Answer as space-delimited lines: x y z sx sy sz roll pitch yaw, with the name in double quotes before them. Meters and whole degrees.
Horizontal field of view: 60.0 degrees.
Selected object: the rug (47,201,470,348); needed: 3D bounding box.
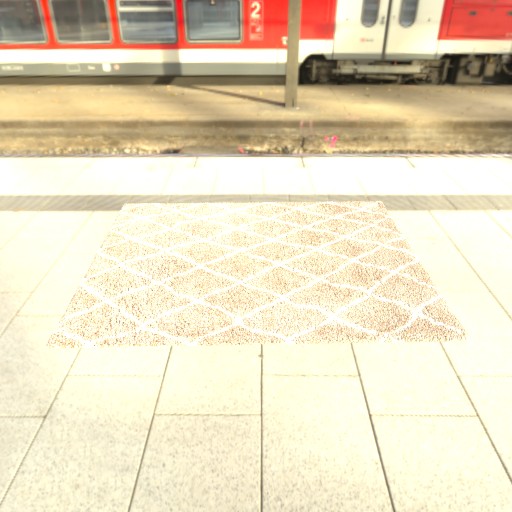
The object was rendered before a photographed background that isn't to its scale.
"rug" 0.000 0.000 4.208 3.047 0.029 2.438 -1 31 -1
